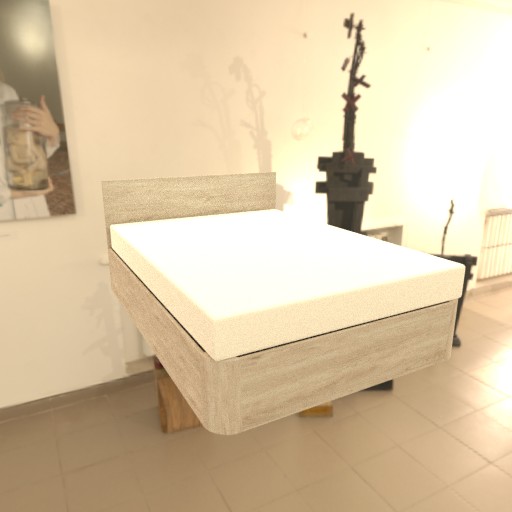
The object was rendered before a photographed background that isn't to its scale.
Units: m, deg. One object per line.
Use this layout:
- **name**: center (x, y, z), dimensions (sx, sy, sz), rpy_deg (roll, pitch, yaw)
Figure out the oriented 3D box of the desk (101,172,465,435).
- **desk**: center (0.000, 0.000, 2.693), dimensions (1.400, 0.800, 1.900), rpy_deg (-8, 18, -27)
